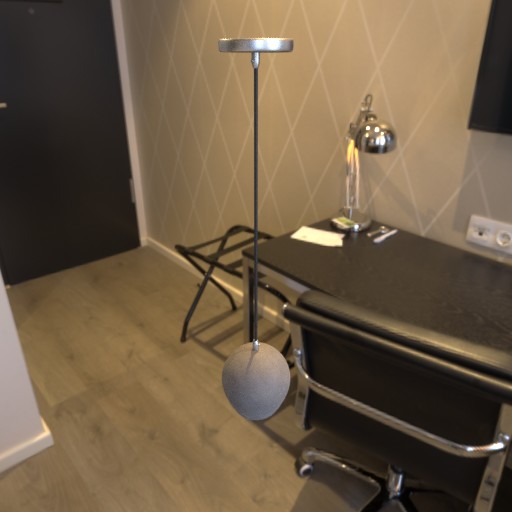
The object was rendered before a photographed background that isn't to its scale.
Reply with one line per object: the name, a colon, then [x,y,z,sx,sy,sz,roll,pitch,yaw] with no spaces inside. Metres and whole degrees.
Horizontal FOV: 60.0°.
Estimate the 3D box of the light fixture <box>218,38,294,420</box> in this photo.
light fixture: [0.000,0.000,0.864,0.153,0.760,0.153,8,27,16]
